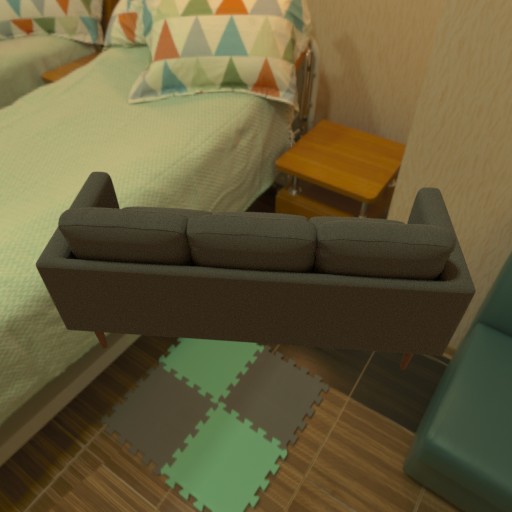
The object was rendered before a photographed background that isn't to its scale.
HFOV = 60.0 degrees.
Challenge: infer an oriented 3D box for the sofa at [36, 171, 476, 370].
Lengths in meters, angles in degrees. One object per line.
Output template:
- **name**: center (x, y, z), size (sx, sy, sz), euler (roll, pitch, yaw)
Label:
- **sofa**: center (0.000, 0.000, 2.461), size (2.029, 0.912, 0.802), euler (3, 45, 3)
